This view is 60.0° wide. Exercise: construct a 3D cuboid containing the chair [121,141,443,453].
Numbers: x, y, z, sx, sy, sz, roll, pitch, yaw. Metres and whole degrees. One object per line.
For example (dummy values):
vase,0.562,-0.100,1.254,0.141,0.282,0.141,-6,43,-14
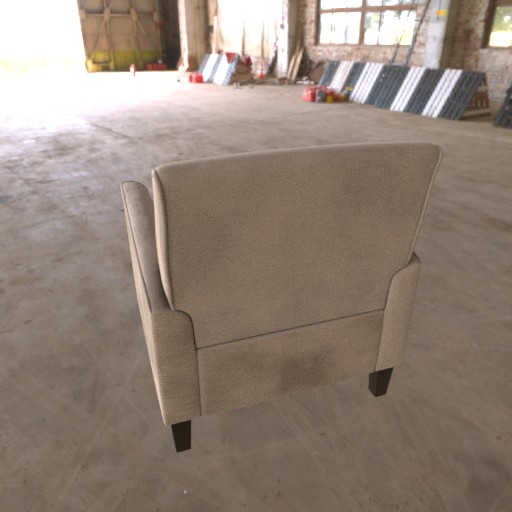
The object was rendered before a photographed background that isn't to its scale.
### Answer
chair,0.000,0.000,1.547,0.820,0.915,0.821,-9,28,-17
